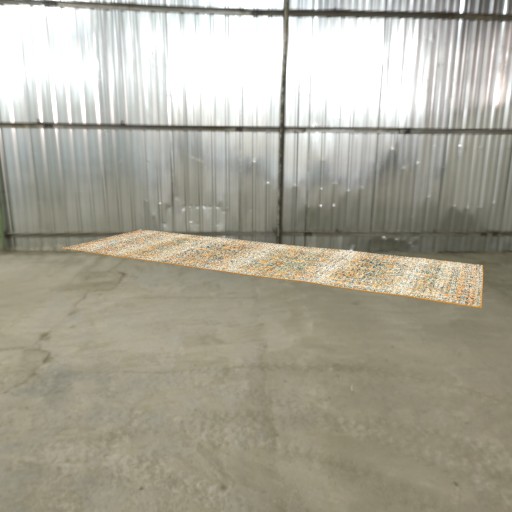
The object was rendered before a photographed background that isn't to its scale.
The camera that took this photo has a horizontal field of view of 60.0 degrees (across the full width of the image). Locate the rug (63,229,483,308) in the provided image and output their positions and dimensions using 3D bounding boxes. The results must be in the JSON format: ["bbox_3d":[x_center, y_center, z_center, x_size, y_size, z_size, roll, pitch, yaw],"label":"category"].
[{"bbox_3d":[0.000,0.000,2.503,2.294,0.014,0.704,7,15,26],"label":"rug"}]
